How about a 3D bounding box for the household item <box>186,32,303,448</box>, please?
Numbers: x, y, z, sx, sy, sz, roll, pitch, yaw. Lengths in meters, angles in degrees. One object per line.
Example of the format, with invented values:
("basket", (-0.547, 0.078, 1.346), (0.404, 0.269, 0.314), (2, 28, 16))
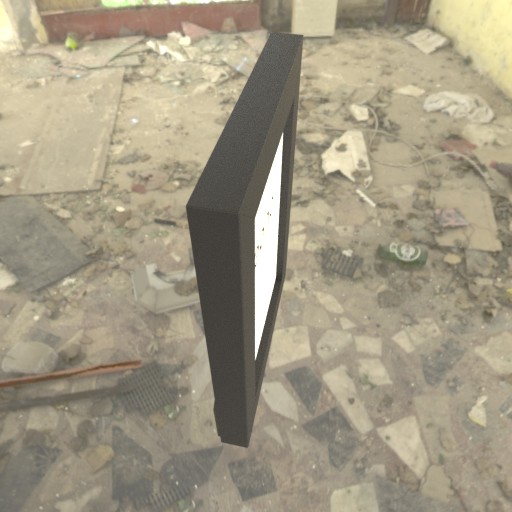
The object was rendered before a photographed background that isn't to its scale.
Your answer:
("household item", (0.000, 0.000, 0.234), (0.022, 0.178, 0.133), (9, 47, 8))
